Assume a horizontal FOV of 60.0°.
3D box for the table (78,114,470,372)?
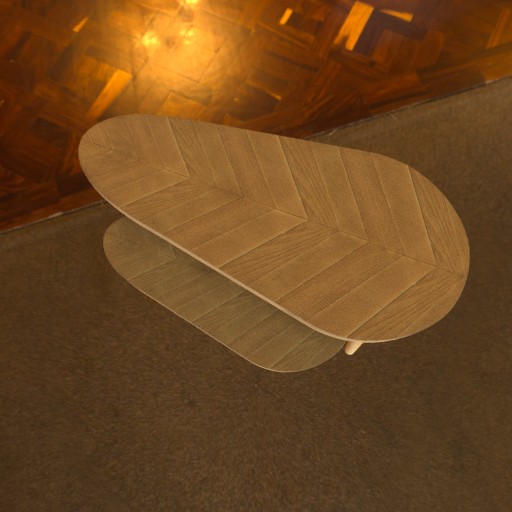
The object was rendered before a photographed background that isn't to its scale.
[{"bbox_3d":[0.000,0.000,1.546,1.190,0.595,0.701,21,75,6],"label":"table"}]
